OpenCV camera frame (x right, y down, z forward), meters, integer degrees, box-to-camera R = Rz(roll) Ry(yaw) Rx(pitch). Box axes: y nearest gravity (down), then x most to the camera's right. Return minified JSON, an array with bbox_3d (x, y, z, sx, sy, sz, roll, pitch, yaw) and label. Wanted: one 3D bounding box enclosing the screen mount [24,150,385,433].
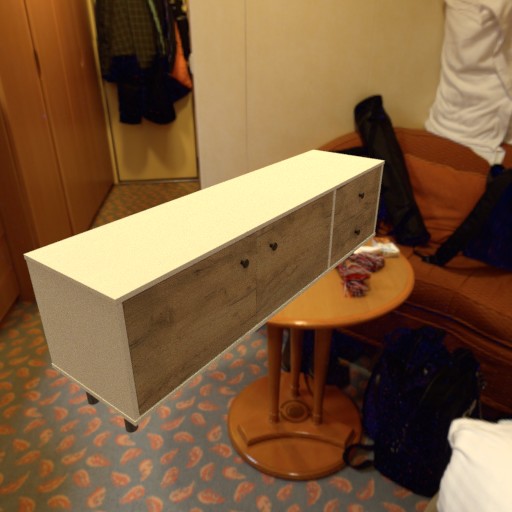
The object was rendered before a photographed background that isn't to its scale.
[{"bbox_3d":[0.000,0.000,1.808,0.418,0.520,1.600,18,31,32],"label":"screen mount"}]
